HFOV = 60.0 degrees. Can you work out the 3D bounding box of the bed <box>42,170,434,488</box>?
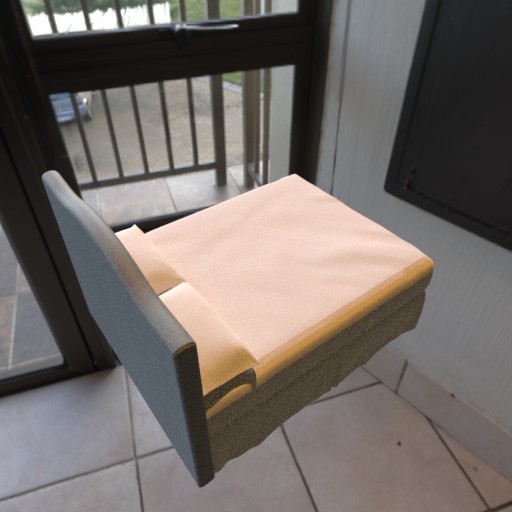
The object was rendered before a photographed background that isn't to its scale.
[{"bbox_3d":[0.000,0.000,3.180,2.143,1.460,1.753,-26,47,-27],"label":"bed"}]
